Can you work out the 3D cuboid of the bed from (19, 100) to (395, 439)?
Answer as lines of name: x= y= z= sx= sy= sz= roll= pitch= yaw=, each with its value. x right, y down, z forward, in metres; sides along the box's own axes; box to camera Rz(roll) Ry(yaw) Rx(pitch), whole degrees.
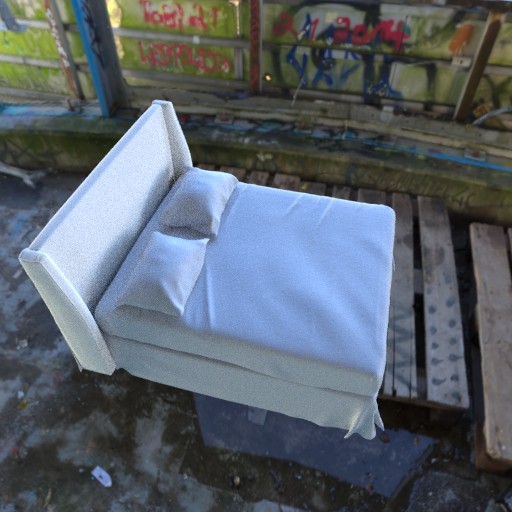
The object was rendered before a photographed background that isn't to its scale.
bed: x=0.000 y=0.000 z=3.364 sx=2.276 sy=1.332 sz=1.925 roll=11 pitch=48 yaw=10
